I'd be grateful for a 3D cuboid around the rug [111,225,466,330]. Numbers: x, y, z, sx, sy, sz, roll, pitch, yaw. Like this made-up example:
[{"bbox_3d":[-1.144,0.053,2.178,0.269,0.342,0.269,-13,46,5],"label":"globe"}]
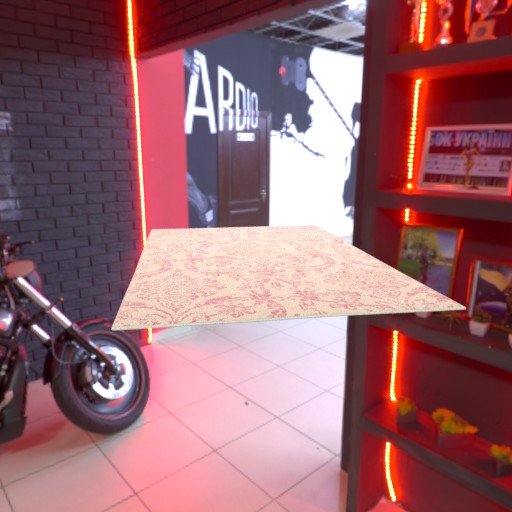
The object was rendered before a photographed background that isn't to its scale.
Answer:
[{"bbox_3d":[0.000,0.000,2.365,1.219,0.012,1.839,-2,13,-9],"label":"rug"}]
